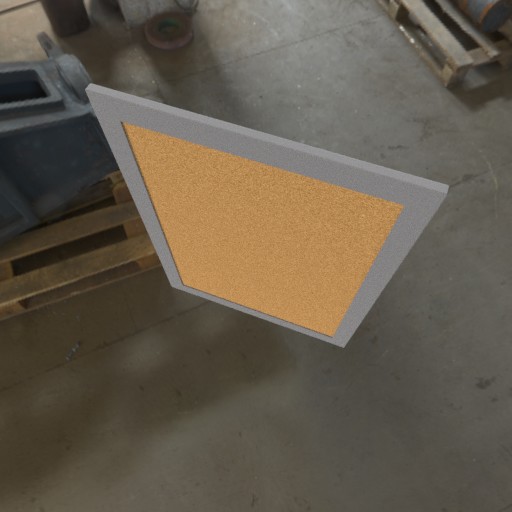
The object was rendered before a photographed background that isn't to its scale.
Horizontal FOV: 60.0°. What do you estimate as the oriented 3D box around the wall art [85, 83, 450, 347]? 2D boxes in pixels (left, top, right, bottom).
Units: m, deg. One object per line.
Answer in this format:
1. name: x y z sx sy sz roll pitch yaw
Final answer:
1. wall art: 0.000 0.000 0.668 0.374 0.529 0.012 18 65 9
